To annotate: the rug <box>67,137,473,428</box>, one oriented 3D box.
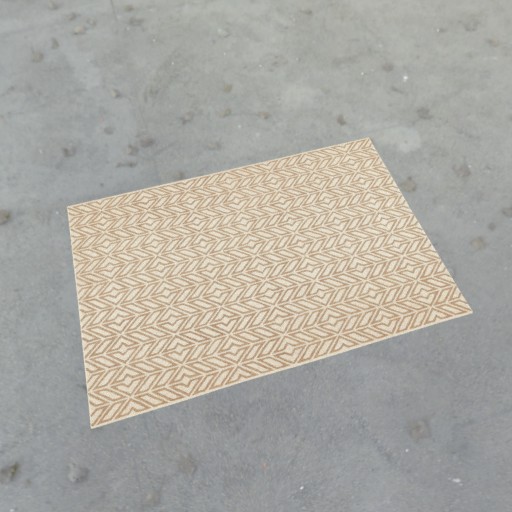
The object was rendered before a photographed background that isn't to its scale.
[{"bbox_3d":[0.000,0.000,2.307,1.828,0.007,1.220,-15,61,-8],"label":"rug"}]
